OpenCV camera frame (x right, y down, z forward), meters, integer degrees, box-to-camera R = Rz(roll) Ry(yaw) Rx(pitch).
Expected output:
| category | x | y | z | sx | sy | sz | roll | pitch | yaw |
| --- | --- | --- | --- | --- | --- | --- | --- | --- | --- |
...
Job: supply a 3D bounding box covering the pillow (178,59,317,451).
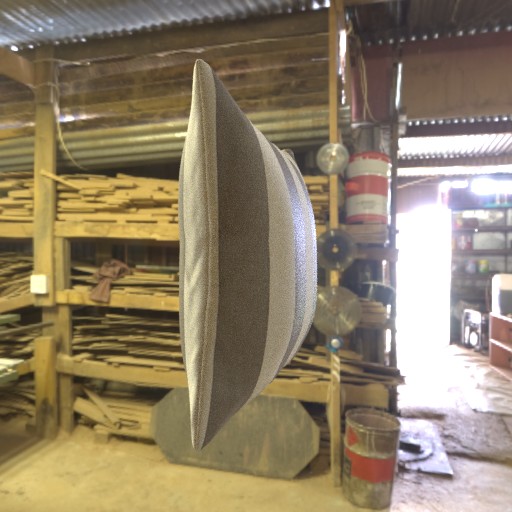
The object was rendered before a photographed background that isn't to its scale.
| category | x | y | z | sx | sy | sz | roll | pitch | yaw |
| --- | --- | --- | --- | --- | --- | --- | --- | --- | --- |
| pillow | 0.000 | 0.000 | 0.808 | 0.192 | 0.507 | 0.522 | 0 | 0 | 17 |
